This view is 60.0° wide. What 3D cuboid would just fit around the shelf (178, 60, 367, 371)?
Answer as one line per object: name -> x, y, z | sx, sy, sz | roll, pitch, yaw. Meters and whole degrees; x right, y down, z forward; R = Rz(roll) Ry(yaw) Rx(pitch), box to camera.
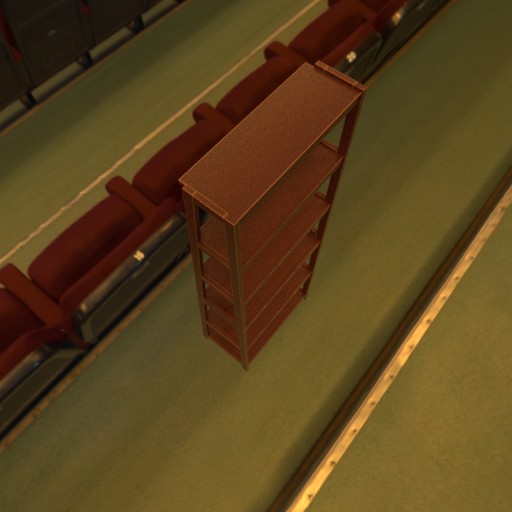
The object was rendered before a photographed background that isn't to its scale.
shelf -> 0.000, 0.000, 2.200 | 0.381, 1.892, 0.660 | 36, 69, 16
